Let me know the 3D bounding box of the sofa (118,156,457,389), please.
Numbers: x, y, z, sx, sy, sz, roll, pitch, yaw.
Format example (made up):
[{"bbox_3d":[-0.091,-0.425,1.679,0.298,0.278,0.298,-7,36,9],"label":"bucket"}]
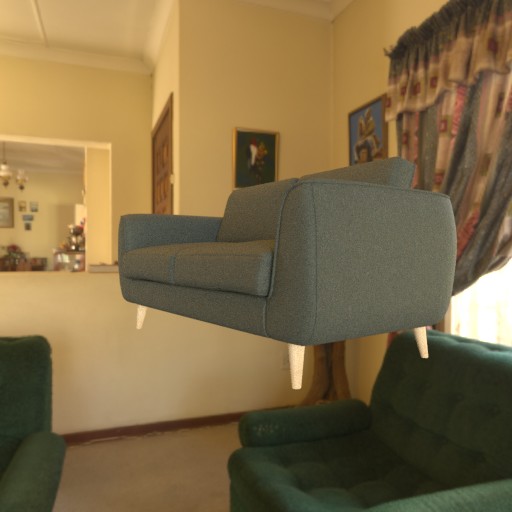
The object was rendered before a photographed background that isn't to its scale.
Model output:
[{"bbox_3d":[0.000,0.000,2.215,0.920,0.850,1.700,0,1,-36],"label":"sofa"}]
